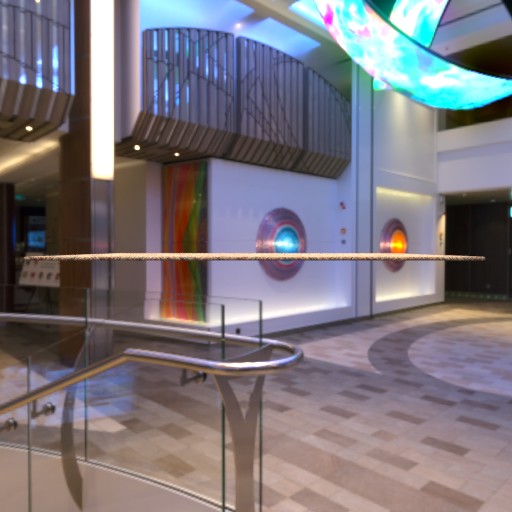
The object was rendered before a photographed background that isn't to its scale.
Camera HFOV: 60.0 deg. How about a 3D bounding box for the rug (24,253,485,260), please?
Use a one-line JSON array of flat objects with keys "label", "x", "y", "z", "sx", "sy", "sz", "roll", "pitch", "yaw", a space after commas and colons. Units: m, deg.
[{"label": "rug", "x": 0.000, "y": 0.000, "z": 2.241, "sx": 1.761, "sy": 0.014, "sz": 1.143, "roll": 0, "pitch": 1, "yaw": 1}]
